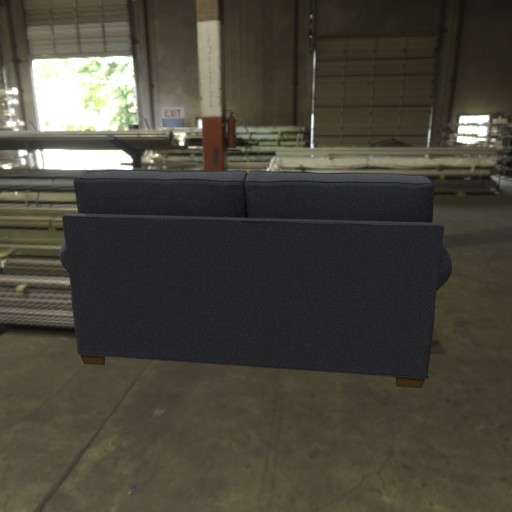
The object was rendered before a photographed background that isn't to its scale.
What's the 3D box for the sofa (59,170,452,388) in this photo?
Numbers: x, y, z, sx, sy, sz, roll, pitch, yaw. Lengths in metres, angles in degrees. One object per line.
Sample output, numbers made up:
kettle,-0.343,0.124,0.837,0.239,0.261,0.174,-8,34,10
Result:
sofa,0.000,0.000,2.571,2.009,1.031,0.951,2,16,7
